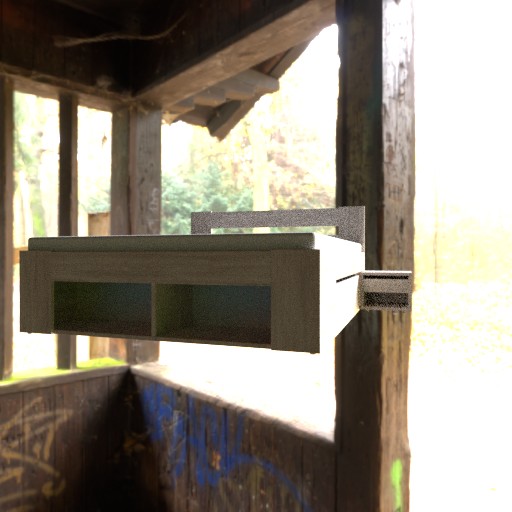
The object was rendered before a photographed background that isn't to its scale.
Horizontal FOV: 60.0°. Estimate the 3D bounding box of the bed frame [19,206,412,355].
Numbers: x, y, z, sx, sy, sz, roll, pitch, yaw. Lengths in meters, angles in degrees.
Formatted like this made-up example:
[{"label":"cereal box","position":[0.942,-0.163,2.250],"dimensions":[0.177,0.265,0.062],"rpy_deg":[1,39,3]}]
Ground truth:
[{"label":"bed frame","position":[0.000,0.000,3.068],"dimensions":[2.040,0.860,2.050],"rpy_deg":[0,0,19]}]
